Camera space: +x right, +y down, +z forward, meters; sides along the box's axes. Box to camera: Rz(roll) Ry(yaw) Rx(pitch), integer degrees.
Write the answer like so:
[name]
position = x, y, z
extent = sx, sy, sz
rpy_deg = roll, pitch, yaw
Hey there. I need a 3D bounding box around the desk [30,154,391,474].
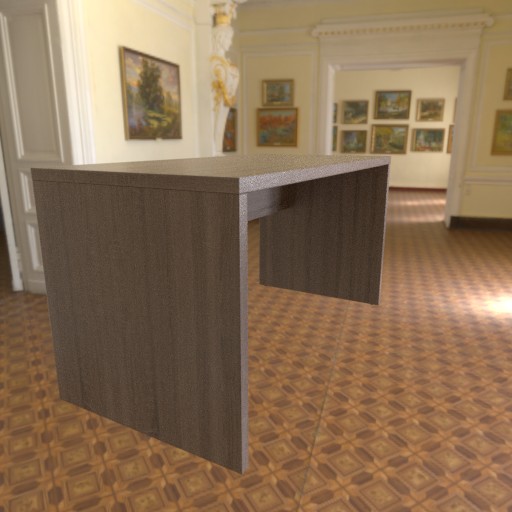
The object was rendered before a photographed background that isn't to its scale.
[desk]
position = 0.000, 0.000, 1.767
extent = 0.690, 0.745, 1.380
rpy_deg = 8, 17, 28
